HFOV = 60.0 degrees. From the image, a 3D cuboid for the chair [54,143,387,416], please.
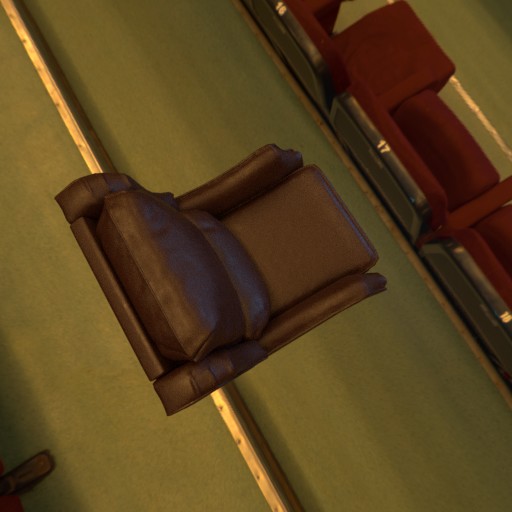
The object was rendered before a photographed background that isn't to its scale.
[{"bbox_3d":[0.000,0.000,1.783,0.982,1.132,0.770,-30,78,-7],"label":"chair"}]
